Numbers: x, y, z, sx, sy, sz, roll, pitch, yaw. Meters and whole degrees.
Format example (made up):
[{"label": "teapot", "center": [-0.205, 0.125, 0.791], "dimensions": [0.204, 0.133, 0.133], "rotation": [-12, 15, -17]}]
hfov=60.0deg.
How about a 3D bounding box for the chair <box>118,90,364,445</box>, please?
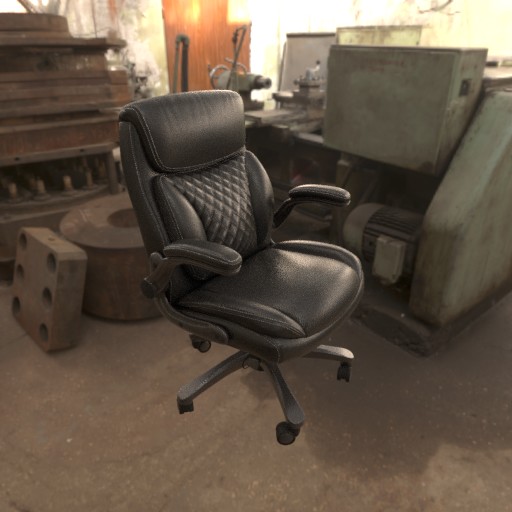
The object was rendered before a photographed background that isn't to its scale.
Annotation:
[{"label": "chair", "center": [0.000, 0.000, 1.636], "dimensions": [0.724, 1.110, 0.782], "rotation": [17, 31, 32]}]
